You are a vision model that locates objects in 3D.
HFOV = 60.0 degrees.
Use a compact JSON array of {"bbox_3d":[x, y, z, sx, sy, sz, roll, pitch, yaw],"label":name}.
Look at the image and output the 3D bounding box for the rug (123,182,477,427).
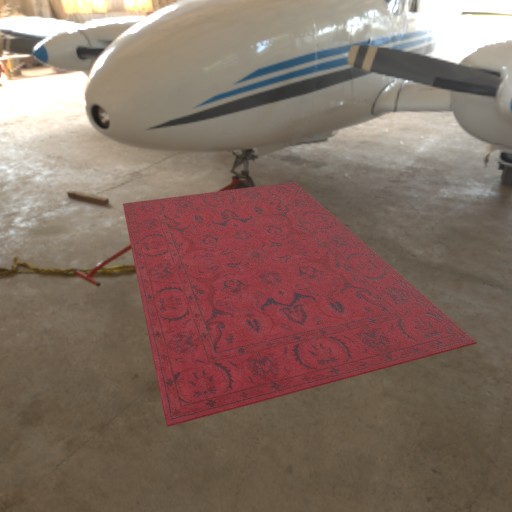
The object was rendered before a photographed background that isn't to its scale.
[{"bbox_3d":[0.000,0.000,2.300,1.209,0.008,1.814,-10,32,-16],"label":"rug"}]
